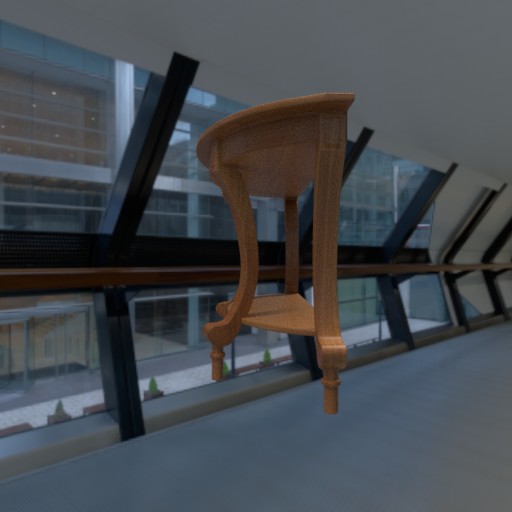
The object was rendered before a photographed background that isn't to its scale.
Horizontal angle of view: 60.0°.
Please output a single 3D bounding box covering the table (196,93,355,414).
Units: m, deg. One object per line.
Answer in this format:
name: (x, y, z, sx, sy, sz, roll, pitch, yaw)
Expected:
table: (0.000, 0.000, 1.519, 0.394, 0.692, 1.198, 0, 1, -1)
